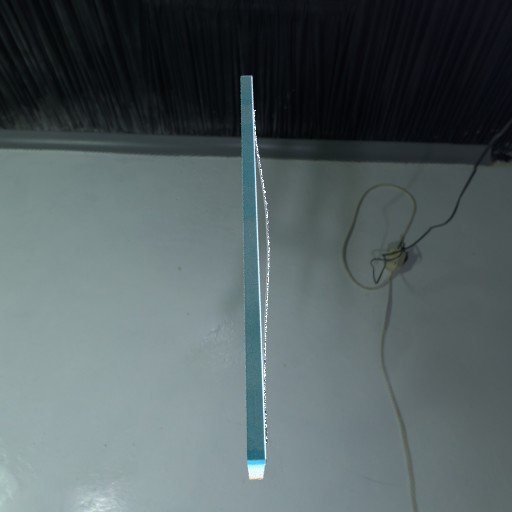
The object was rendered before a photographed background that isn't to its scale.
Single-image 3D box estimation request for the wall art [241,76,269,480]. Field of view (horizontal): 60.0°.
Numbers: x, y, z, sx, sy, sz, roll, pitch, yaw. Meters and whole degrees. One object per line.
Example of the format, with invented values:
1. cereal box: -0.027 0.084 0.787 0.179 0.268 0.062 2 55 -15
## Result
1. wall art: 0.000 0.000 0.862 0.044 0.254 0.759 -1 58 -1
